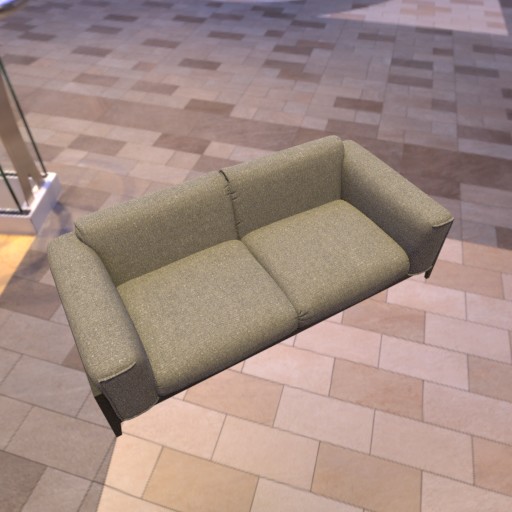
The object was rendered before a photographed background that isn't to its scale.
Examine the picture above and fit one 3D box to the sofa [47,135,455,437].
[{"bbox_3d":[0.000,0.000,2.600,2.125,0.703,0.985,-22,50,-20],"label":"sofa"}]
